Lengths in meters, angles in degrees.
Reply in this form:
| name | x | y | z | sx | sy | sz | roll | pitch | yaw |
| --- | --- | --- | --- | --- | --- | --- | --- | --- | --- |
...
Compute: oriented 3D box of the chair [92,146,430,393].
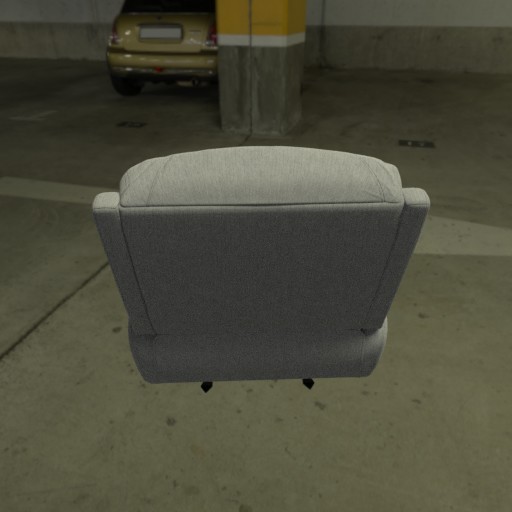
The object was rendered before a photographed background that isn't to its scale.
| name | x | y | z | sx | sy | sz | roll | pitch | yaw |
| --- | --- | --- | --- | --- | --- | --- | --- | --- | --- |
| chair | 0.000 | 0.000 | 1.691 | 0.930 | 1.011 | 0.899 | -1 | 29 | -2 |
